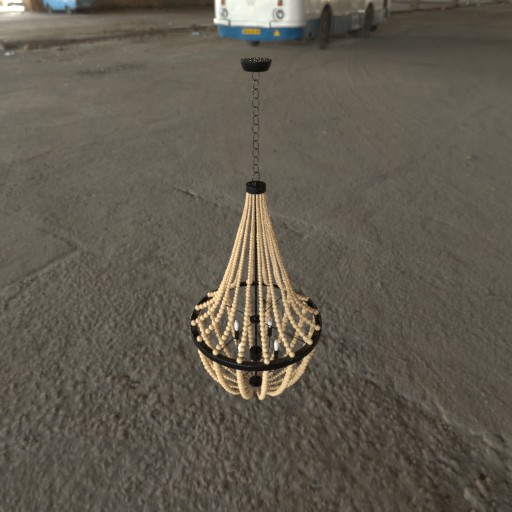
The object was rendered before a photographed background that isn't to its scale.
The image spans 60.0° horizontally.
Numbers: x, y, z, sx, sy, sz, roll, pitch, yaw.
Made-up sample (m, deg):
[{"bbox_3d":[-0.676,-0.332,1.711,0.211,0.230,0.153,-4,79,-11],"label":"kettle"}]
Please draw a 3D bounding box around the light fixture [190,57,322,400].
[{"bbox_3d":[0.000,0.000,1.387,0.450,1.133,0.450,0,32,0],"label":"light fixture"}]
